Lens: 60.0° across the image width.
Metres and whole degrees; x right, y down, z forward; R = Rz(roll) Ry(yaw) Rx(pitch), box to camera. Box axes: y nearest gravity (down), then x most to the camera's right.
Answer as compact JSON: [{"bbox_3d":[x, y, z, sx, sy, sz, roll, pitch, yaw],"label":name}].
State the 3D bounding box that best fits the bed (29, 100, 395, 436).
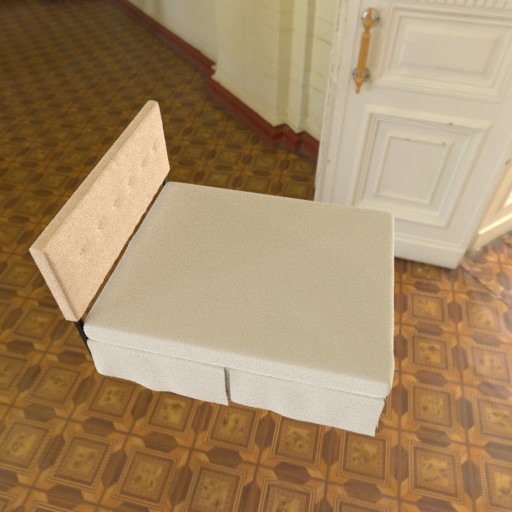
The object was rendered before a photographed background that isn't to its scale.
[{"bbox_3d":[0.000,0.000,3.045,1.978,1.270,1.643,9,47,9],"label":"bed"}]
